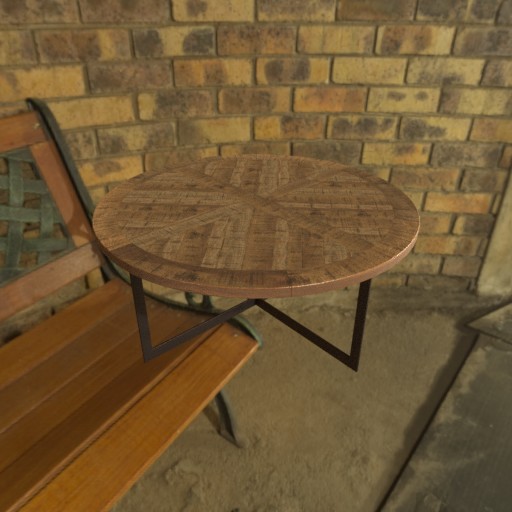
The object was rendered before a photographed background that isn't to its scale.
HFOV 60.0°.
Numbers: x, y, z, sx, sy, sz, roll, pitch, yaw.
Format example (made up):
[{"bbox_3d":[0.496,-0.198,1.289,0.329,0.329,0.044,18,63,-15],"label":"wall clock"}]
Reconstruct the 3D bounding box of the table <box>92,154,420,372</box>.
[{"bbox_3d":[0.000,0.000,1.920,1.264,0.516,1.264,0,30,0],"label":"table"}]
